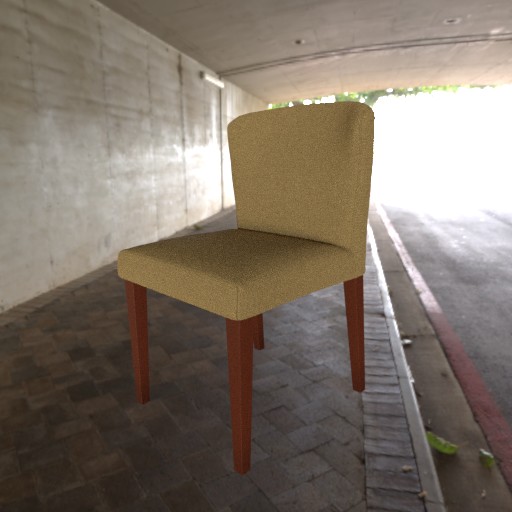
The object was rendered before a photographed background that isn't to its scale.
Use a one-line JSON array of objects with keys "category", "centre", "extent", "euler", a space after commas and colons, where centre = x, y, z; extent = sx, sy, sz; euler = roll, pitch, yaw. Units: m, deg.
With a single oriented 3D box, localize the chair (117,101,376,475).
[{"category": "chair", "centre": [0.000, 0.000, 1.217], "extent": [0.491, 0.839, 0.589], "euler": [13, 18, 43]}]
